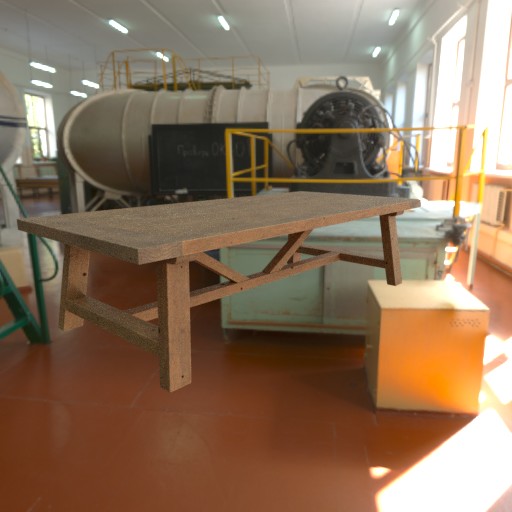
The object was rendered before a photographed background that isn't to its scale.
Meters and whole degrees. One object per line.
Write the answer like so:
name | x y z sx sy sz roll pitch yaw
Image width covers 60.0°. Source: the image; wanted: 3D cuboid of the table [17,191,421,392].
table | 0.000 0.000 2.113 0.820 0.465 1.800 11 17 41
